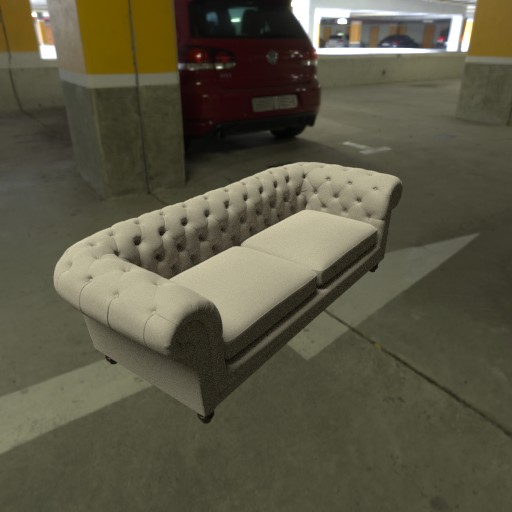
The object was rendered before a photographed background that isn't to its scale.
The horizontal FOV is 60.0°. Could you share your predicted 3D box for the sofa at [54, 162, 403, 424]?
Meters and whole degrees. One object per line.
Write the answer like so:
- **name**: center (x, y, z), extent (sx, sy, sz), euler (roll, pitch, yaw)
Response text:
- **sofa**: center (0.000, 0.000, 2.832), extent (0.991, 0.749, 2.411), euler (18, 31, 33)
